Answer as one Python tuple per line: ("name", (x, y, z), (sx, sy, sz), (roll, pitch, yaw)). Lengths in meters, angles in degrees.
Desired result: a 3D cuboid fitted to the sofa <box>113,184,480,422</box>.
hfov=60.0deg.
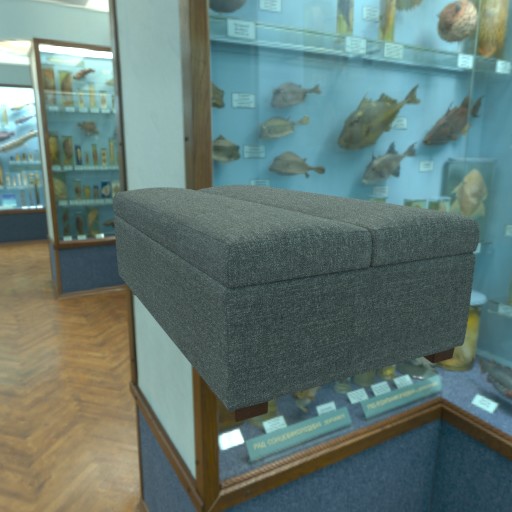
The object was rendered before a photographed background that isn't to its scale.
("sofa", (0.000, 0.000, 1.564), (0.782, 0.417, 1.198), (-7, 15, -27))
